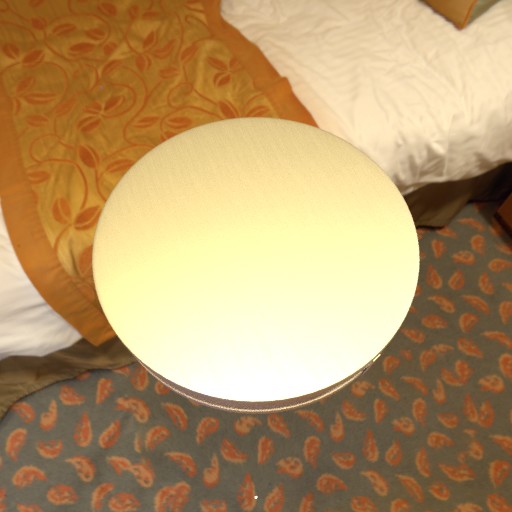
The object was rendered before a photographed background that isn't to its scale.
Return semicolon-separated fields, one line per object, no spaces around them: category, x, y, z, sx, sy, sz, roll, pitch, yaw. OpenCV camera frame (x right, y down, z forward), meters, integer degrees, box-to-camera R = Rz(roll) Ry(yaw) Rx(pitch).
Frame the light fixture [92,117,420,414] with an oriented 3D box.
light fixture;0.000;0.000;0.530;0.356;0.102;0.356;0;61;0
